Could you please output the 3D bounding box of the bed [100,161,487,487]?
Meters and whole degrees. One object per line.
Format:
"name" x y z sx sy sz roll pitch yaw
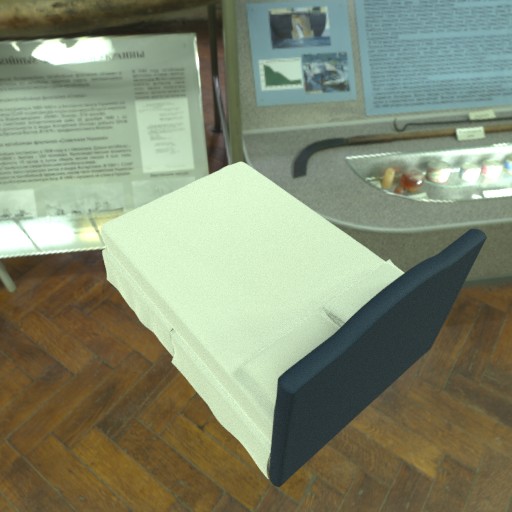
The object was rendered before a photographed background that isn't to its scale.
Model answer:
"bed" 0.000 0.000 3.501 1.741 1.441 2.507 -31 53 -26
